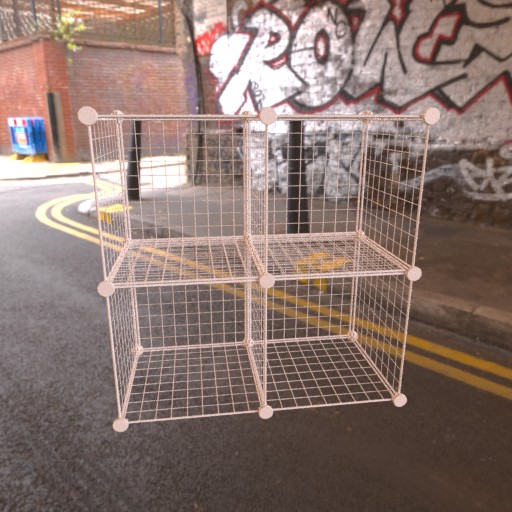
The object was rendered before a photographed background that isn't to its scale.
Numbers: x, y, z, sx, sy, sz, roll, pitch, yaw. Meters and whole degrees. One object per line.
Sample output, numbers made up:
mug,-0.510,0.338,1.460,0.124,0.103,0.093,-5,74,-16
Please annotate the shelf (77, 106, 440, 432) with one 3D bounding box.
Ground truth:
shelf,0.000,0.000,1.129,0.711,0.711,0.356,-2,17,-8
